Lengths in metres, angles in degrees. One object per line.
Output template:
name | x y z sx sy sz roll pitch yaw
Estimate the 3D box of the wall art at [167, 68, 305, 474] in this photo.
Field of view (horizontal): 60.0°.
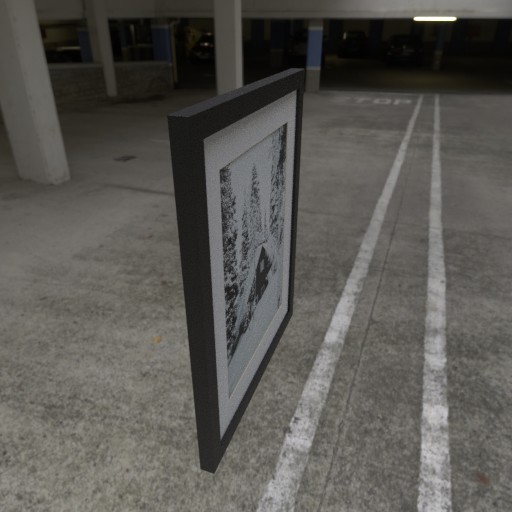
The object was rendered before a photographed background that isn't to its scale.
wall art | 0.000 0.000 0.547 0.018 0.397 0.325 10 30 18
